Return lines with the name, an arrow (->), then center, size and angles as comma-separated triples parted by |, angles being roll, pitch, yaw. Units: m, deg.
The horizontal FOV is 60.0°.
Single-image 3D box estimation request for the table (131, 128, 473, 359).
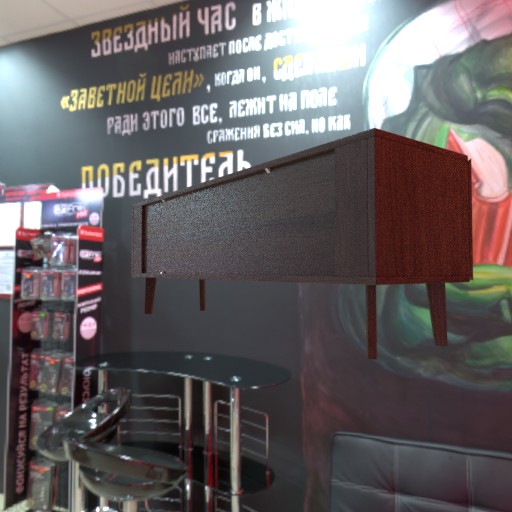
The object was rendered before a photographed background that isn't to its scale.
table -> 0.000, 0.000, 1.623 | 0.405, 0.508, 1.397 | 1, -2, -37
